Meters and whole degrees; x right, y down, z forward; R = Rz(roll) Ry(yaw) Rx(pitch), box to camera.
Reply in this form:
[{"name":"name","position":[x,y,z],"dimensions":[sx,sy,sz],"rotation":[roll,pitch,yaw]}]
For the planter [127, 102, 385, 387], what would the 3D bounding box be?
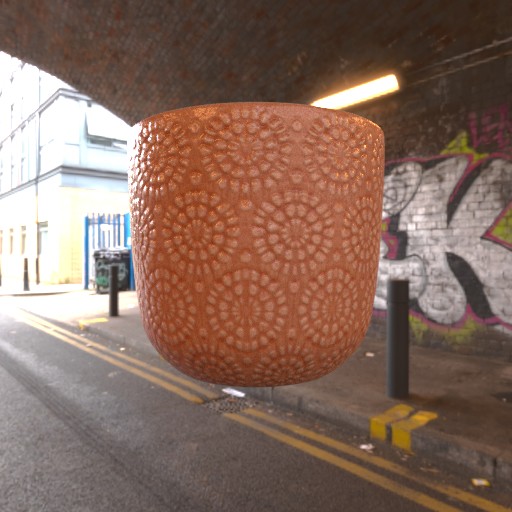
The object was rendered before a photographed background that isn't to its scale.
[{"name":"planter","position":[0.000,0.000,0.373],"dimensions":[0.208,0.190,0.208],"rotation":[0,0,0]}]
